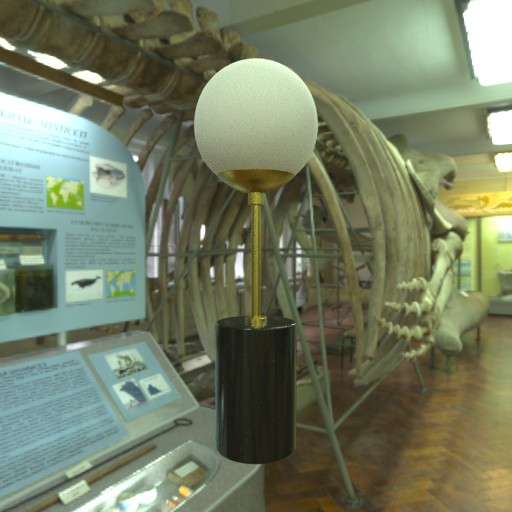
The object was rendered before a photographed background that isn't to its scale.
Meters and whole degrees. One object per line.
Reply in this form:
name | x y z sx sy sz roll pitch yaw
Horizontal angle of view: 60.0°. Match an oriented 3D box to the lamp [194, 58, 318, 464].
lamp | 0.000 0.000 0.558 0.153 0.480 0.153 0 1 0
